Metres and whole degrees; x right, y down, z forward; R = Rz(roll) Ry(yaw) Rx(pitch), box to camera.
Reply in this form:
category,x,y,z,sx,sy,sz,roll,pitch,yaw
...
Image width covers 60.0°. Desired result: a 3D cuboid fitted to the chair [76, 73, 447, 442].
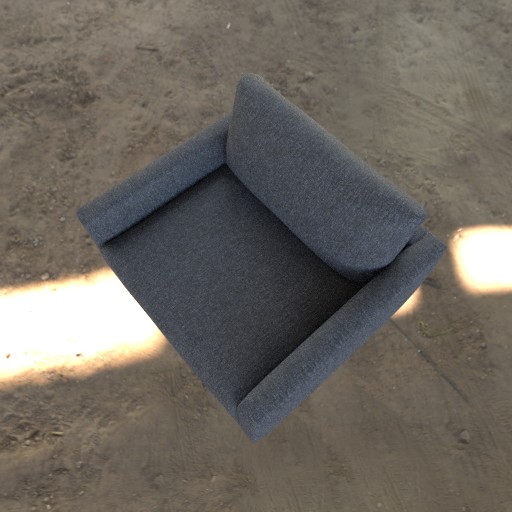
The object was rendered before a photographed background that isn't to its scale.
category,x,y,z,sx,sy,sz,roll,pitch,yaw
chair,0.000,0.000,1.639,0.866,0.861,0.963,-38,69,-18
